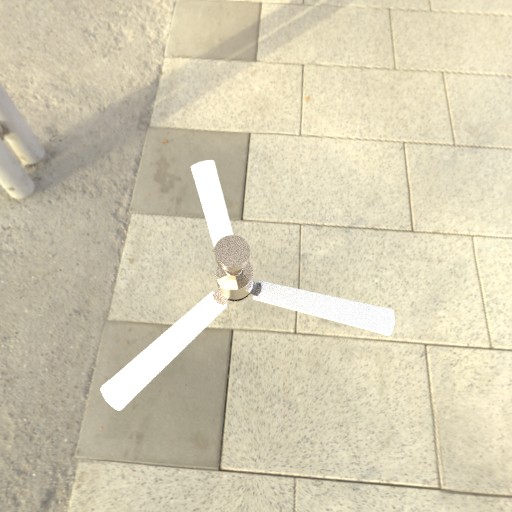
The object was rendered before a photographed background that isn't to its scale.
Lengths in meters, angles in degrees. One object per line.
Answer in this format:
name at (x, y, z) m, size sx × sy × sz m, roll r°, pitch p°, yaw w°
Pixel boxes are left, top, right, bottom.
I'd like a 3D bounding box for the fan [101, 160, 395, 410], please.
fan at (0.000, 0.000, 2.365) m, size 1.531 × 0.446 × 1.561 m, roll 2°, pitch 64°, yaw 1°
